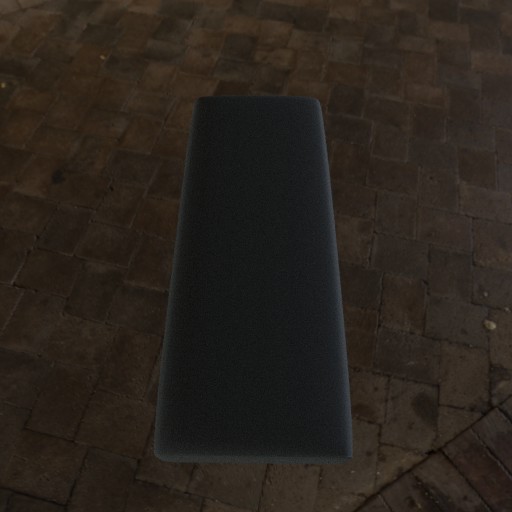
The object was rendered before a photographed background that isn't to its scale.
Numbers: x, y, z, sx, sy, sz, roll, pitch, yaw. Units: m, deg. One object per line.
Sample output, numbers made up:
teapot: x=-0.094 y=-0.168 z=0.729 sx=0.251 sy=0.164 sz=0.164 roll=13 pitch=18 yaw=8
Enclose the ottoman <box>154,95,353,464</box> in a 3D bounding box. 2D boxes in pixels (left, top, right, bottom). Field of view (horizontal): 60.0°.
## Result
ottoman: x=0.000 y=0.000 z=1.881 sx=0.646 sy=0.393 sz=1.609 roll=0 pitch=59 yaw=0
